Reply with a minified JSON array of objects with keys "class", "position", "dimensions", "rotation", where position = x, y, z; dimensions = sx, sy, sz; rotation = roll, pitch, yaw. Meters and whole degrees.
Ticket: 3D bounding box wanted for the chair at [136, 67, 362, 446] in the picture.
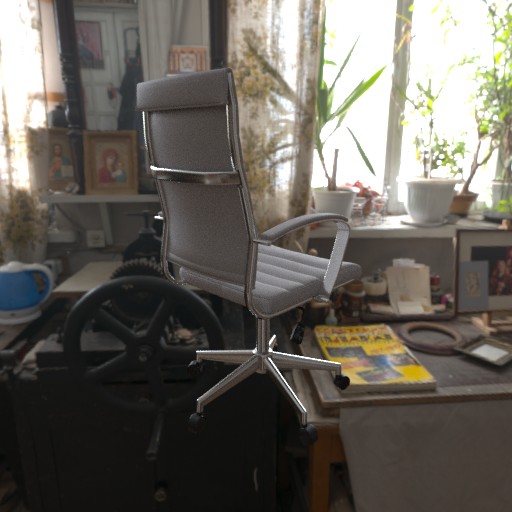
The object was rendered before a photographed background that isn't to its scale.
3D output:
[{"class":"chair","position":[0.000,0.000,1.586],"dimensions":[0.667,1.149,0.679],"rotation":[-14,20,-42]}]
